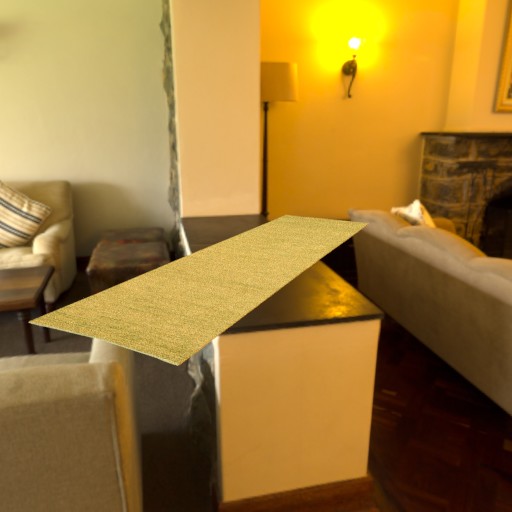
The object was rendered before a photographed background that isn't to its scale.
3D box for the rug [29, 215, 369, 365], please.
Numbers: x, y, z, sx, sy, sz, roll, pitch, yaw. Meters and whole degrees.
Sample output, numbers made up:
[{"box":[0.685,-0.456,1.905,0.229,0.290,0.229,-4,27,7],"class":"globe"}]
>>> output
[{"box":[0.000,0.000,2.493,0.686,0.013,2.340,9,18,27],"class":"rug"}]
